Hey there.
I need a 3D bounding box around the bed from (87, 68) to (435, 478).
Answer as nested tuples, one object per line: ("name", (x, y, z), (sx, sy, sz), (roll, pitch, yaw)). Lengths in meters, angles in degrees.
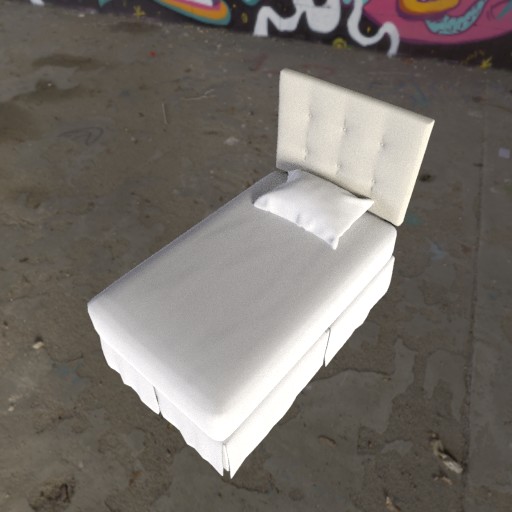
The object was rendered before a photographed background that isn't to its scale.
("bed", (0.000, 0.000, 2.932), (1.261, 1.571, 1.997), (32, 54, 27))
